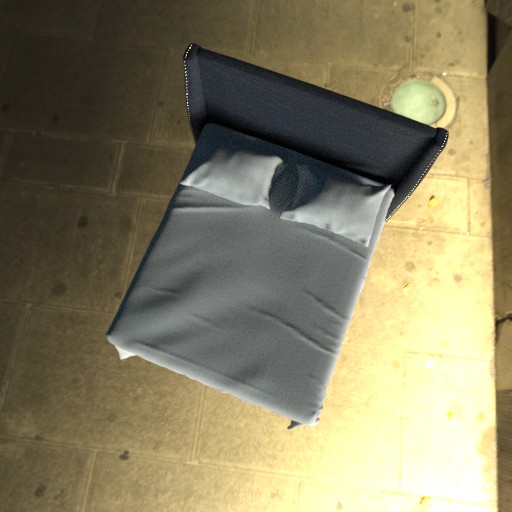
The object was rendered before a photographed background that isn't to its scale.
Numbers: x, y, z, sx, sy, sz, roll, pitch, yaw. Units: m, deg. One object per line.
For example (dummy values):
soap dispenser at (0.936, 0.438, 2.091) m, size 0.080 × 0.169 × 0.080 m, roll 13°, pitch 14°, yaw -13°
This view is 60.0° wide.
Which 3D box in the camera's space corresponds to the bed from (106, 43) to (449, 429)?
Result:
bed at (0.000, 0.000, 3.408) m, size 1.925 × 1.332 × 2.276 m, roll 21°, pitch 77°, yaw 5°
